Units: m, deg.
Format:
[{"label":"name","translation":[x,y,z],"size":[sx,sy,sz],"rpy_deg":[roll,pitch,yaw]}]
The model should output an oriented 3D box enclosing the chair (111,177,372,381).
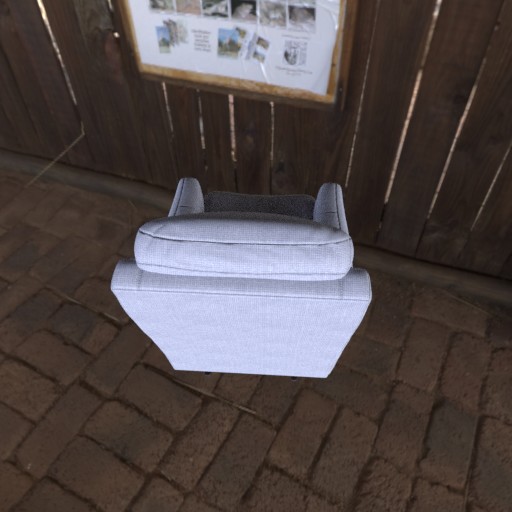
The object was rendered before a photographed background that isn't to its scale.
[{"label":"chair","translation":[0.000,0.000,1.809],"size":[0.829,1.030,1.080],"rpy_deg":[3,46,2]}]
